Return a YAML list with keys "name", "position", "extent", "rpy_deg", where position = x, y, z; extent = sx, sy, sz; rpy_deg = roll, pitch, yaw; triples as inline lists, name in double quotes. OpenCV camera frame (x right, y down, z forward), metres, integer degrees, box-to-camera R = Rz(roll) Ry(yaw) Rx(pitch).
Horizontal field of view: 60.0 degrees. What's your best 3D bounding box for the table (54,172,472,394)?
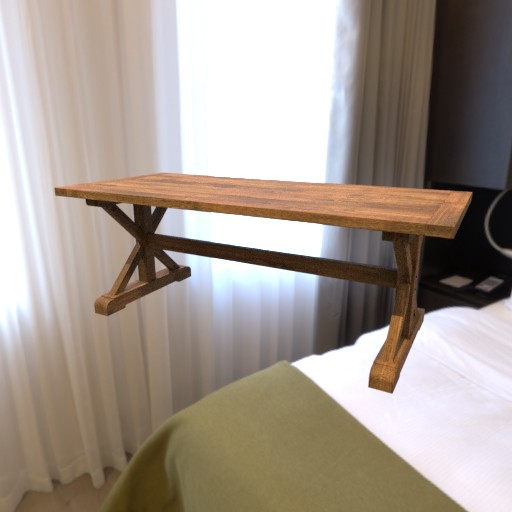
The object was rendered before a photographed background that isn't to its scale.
- name: "table"
  position: [0.000, 0.000, 2.457]
  extent: [2.031, 0.733, 0.907]
  rpy_deg: [9, 19, 27]
